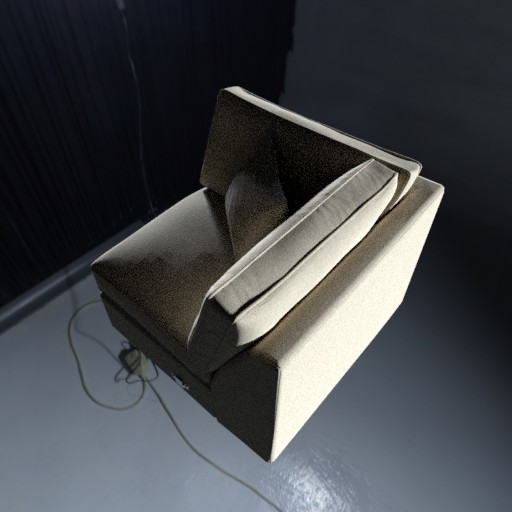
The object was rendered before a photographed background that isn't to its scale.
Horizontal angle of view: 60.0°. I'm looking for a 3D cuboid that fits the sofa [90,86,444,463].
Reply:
[{"bbox_3d":[0.000,0.000,1.979,1.084,1.002,1.146,32,54,27],"label":"sofa"}]
